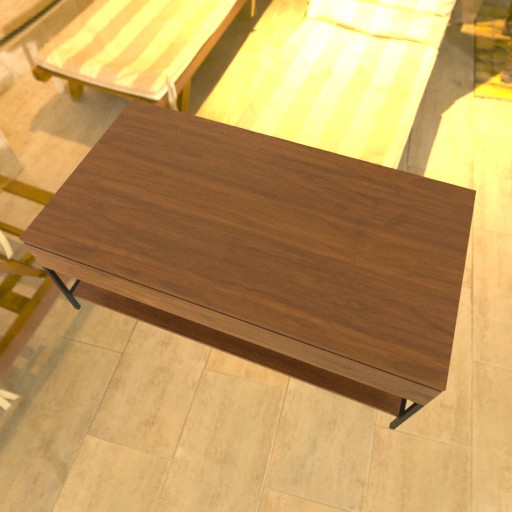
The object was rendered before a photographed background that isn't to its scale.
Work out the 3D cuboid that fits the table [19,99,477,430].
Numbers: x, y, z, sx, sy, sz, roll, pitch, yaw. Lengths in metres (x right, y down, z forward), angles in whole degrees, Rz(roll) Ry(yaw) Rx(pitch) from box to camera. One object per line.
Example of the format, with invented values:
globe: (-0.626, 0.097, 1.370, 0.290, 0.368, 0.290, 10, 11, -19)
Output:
table: (0.000, 0.000, 1.330, 1.057, 0.414, 0.574, 18, 59, 11)
